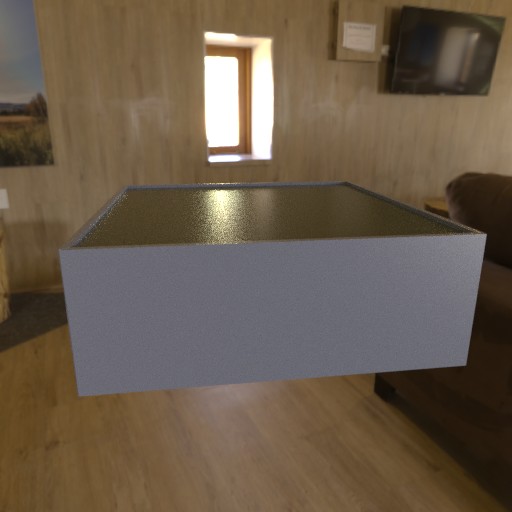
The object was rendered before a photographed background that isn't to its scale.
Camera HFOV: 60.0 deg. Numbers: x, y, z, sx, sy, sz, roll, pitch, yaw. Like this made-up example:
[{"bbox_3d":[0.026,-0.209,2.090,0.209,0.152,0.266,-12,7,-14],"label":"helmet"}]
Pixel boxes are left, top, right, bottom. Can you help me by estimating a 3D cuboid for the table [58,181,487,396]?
[{"bbox_3d":[0.000,0.000,1.238,0.801,0.299,0.801,-2,17,-8],"label":"table"}]
